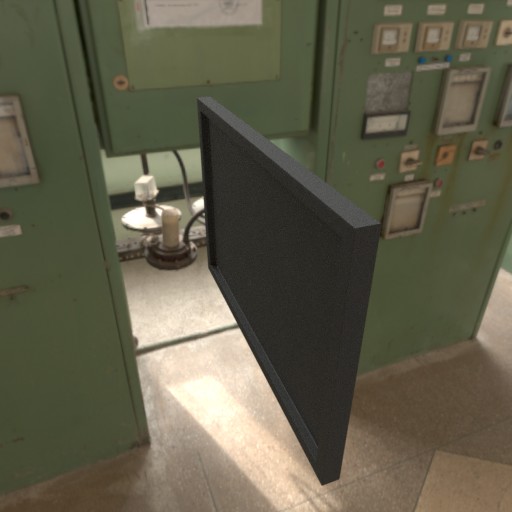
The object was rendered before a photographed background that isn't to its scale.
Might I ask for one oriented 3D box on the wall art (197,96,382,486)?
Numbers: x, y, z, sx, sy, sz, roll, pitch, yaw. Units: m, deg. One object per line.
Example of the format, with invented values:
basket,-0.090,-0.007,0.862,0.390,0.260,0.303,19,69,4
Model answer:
wall art,0.000,0.000,0.561,0.021,0.301,0.443,-11,33,-17
